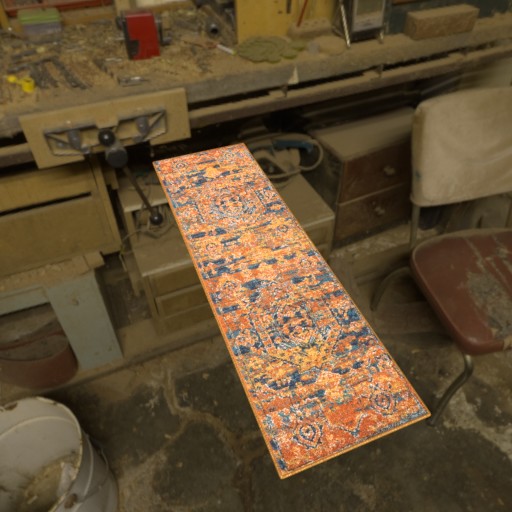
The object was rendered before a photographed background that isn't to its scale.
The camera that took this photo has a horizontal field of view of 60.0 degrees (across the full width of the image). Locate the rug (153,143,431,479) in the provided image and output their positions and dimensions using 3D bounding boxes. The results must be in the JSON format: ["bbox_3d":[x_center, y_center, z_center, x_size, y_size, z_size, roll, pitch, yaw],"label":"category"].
[{"bbox_3d":[0.000,0.000,2.009,0.556,0.013,1.820,-16,48,-15],"label":"rug"}]
